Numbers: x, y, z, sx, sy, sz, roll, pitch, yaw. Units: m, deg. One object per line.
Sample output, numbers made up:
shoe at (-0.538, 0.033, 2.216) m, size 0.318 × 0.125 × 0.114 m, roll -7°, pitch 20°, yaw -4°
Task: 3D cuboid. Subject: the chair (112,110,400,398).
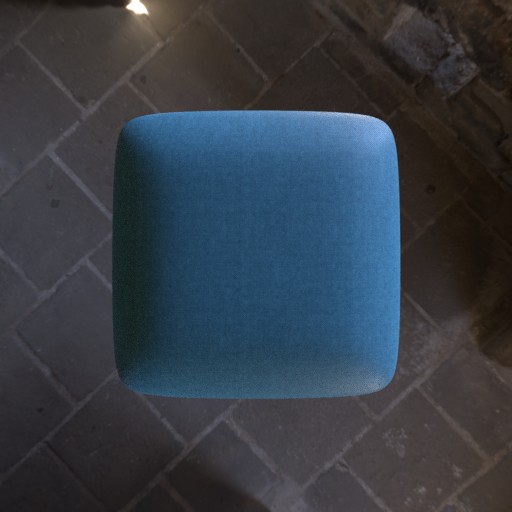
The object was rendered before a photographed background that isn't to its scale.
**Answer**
chair at (0.000, 0.000, 0.725) m, size 0.360 × 0.450 × 0.360 m, roll 0°, pitch 89°, yaw 0°
